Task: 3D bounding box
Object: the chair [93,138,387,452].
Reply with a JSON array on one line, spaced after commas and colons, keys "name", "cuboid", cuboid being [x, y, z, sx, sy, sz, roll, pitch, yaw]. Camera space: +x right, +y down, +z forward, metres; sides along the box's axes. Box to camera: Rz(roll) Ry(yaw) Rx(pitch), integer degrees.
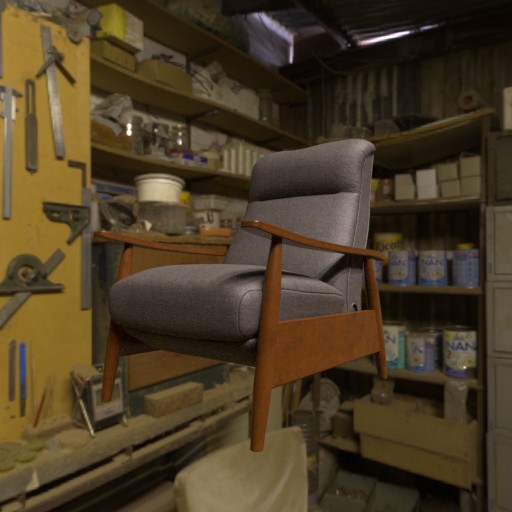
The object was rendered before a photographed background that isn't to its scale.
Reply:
[{"name": "chair", "cuboid": [0.000, 0.000, 1.811, 0.762, 1.081, 1.014, 0, -1, 37]}]
